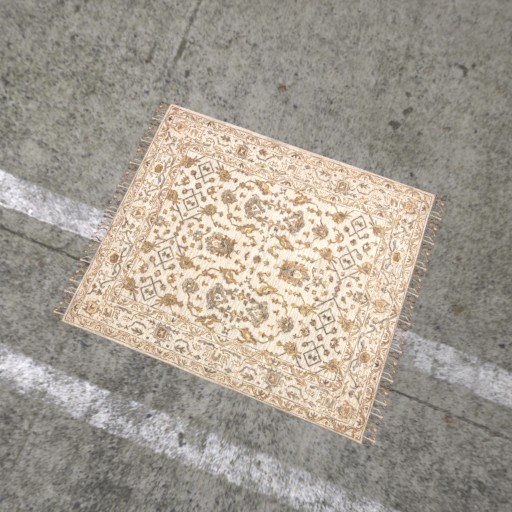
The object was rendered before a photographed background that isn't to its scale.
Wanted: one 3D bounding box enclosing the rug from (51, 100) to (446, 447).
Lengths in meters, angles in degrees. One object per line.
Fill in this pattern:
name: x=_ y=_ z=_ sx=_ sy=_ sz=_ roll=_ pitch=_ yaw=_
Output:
rug: x=0.000 y=0.000 z=4.155 sx=3.061 sy=0.034 sz=2.426 roll=21 pitch=76 yaw=5
